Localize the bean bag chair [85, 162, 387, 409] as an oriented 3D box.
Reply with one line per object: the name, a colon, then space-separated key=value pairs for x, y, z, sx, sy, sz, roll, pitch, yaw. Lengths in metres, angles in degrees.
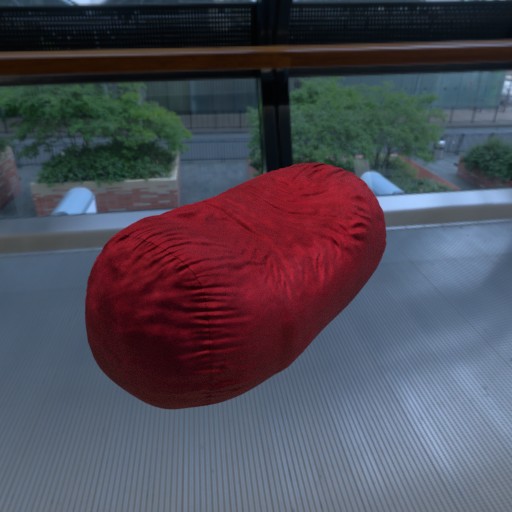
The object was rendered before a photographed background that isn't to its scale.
bean bag chair: x=0.000 y=0.000 z=2.862 sx=1.216 sy=0.867 sz=2.293 roll=19 pitch=32 yaw=33
